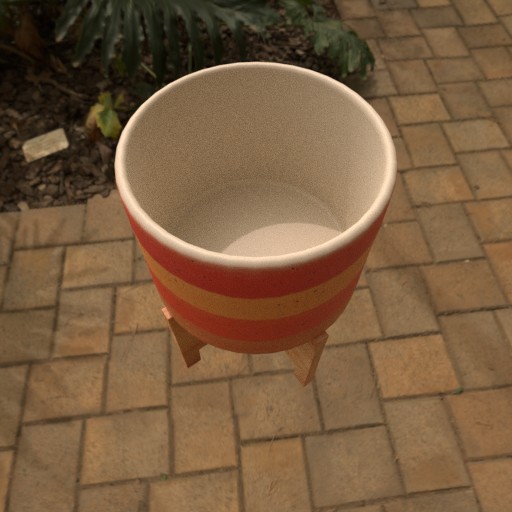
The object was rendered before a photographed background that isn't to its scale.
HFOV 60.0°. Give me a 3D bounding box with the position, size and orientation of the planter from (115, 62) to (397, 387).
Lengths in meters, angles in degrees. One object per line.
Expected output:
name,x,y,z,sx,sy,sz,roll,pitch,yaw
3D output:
planter,0.000,0.000,0.565,0.269,0.379,0.269,0,58,0
